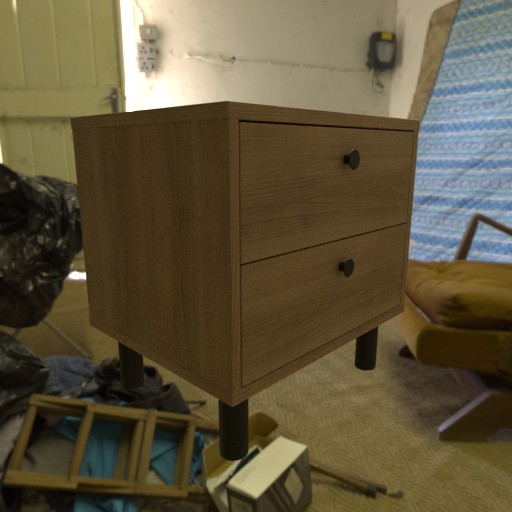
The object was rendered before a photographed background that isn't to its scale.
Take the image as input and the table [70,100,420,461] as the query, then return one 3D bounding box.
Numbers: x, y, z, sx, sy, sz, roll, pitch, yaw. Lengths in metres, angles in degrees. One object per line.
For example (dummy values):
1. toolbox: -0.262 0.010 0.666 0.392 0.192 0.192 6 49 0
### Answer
1. table: 0.000 0.000 0.776 0.380 0.460 0.445 13 19 42
